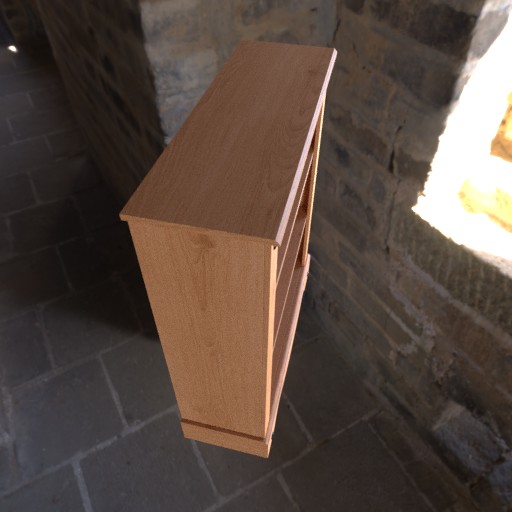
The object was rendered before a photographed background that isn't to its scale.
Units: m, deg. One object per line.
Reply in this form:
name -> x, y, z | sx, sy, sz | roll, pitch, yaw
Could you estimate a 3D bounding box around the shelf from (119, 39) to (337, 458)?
shelf -> 0.000, 0.000, 1.392 | 0.291, 0.980, 0.840 | 10, 47, 10
